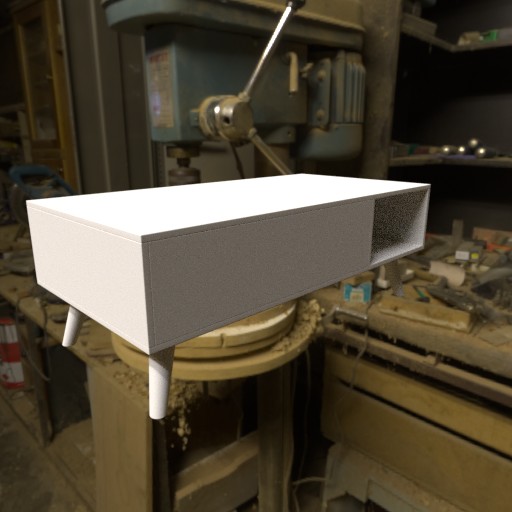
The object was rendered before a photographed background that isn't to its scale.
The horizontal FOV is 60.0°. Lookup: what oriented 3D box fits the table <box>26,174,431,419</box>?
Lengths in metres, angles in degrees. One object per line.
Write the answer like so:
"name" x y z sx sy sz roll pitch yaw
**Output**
"table" 0.000 0.000 1.484 1.194 0.432 0.609 -15 21 -43
